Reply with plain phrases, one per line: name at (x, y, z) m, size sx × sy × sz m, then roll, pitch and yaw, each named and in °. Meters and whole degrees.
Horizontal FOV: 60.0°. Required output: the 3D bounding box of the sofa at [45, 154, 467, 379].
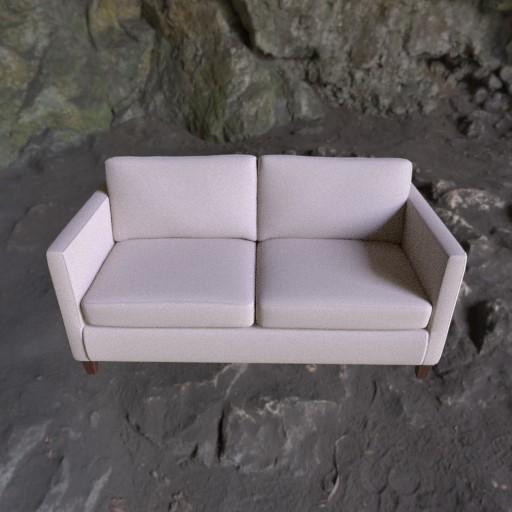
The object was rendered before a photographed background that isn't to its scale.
sofa at (0.000, 0.000, 2.241) m, size 1.722 × 0.888 × 0.873 m, roll 0°, pitch 31°, yaw 1°
